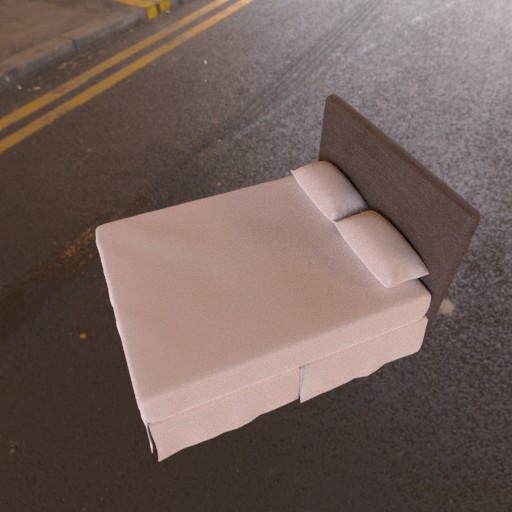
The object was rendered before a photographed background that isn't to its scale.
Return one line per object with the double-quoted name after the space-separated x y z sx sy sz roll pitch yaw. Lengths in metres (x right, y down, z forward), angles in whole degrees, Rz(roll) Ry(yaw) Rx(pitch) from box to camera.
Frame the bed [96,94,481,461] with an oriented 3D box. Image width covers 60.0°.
0.000 0.000 3.170 2.142 1.330 1.723 -17 48 -16 "bed"
